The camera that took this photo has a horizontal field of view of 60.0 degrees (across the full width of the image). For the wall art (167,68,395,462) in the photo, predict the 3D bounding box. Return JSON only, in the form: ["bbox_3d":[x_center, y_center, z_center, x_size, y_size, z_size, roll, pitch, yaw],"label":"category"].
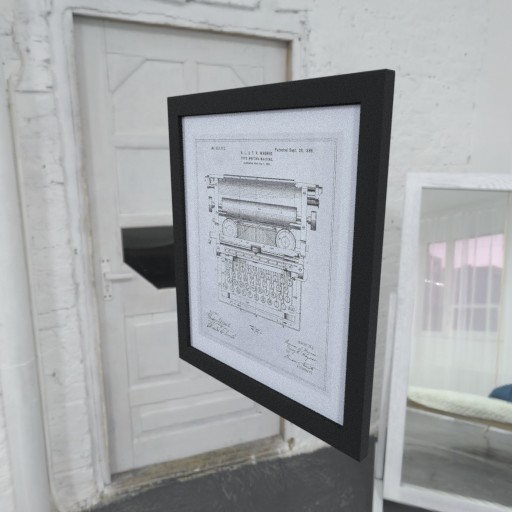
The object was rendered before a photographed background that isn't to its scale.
[{"bbox_3d":[0.000,0.000,0.707,0.021,0.508,0.432,-13,19,-43],"label":"wall art"}]
